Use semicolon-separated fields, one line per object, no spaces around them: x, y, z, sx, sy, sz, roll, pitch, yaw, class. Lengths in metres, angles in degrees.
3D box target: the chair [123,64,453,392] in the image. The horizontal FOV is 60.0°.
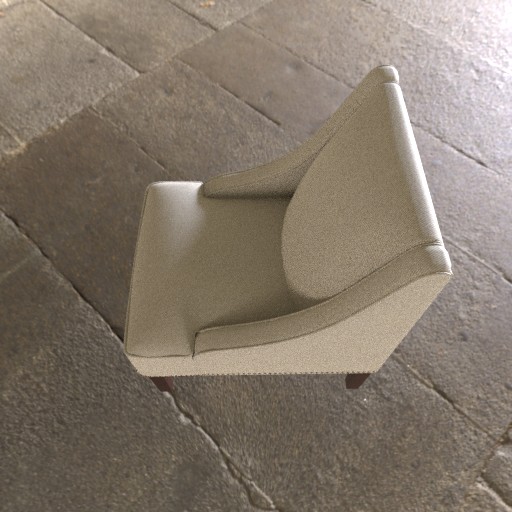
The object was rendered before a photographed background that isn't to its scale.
0.000;0.000;1.344;0.748;0.872;0.628;-1;59;0;chair
